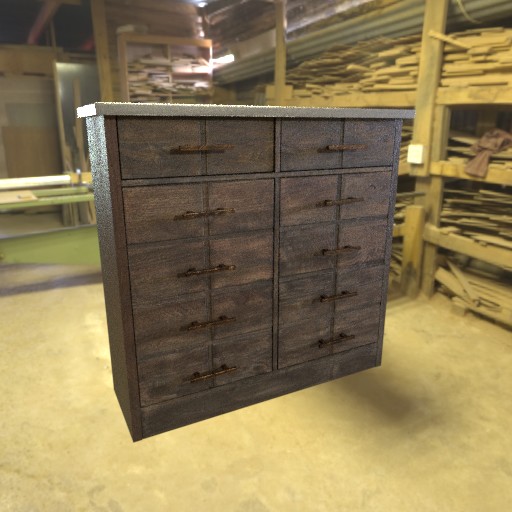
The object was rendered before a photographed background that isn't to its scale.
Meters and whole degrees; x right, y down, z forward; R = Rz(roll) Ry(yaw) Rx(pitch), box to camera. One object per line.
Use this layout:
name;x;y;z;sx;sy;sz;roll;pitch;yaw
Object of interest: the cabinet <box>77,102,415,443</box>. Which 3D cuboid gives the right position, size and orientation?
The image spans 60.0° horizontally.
cabinet;0.000;0.000;1.456;0.968;0.919;0.338;-8;18;-26
